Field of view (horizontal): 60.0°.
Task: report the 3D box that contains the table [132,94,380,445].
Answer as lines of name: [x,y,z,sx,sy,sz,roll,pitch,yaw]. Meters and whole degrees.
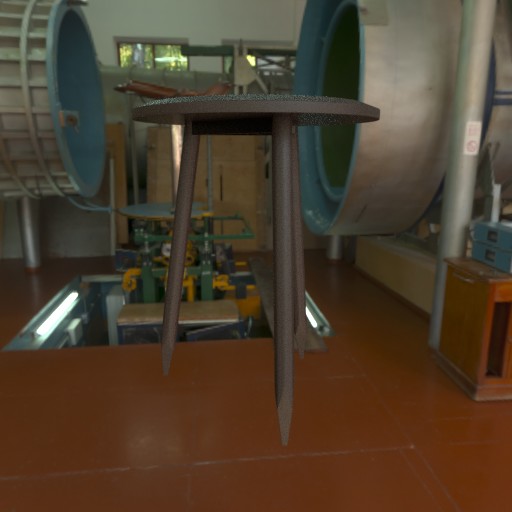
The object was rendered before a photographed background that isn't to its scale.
table: [0.000,0.000,0.913,0.457,0.585,0.457,0,14,0]
